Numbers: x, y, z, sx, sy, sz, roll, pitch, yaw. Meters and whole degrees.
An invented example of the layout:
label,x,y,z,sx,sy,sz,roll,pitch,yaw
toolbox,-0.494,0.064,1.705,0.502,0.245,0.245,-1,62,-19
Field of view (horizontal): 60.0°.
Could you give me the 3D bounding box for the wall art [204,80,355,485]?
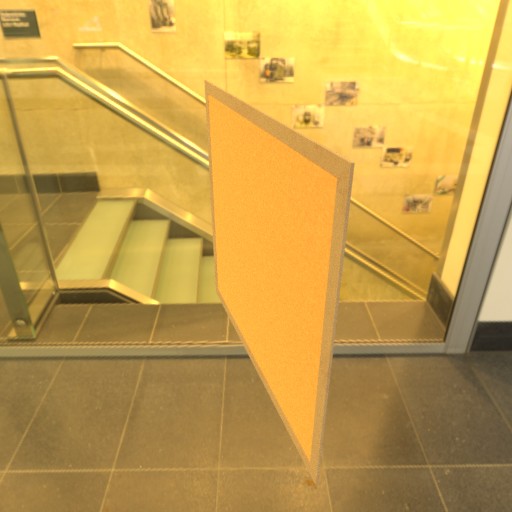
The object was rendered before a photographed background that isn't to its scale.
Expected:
label,x,y,z,sx,sy,sz,roll,pitch,yaw
wall art,0.000,0.000,1.640,0.025,1.067,1.168,-10,32,-18
